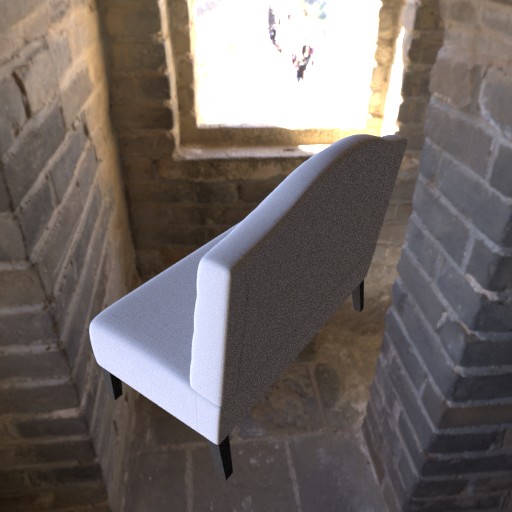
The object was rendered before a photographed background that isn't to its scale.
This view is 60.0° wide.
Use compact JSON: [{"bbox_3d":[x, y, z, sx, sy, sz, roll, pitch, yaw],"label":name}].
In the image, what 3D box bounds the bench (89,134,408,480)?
[{"bbox_3d":[0.000,0.000,2.016,0.815,1.180,1.335,21,38,29],"label":"bench"}]
